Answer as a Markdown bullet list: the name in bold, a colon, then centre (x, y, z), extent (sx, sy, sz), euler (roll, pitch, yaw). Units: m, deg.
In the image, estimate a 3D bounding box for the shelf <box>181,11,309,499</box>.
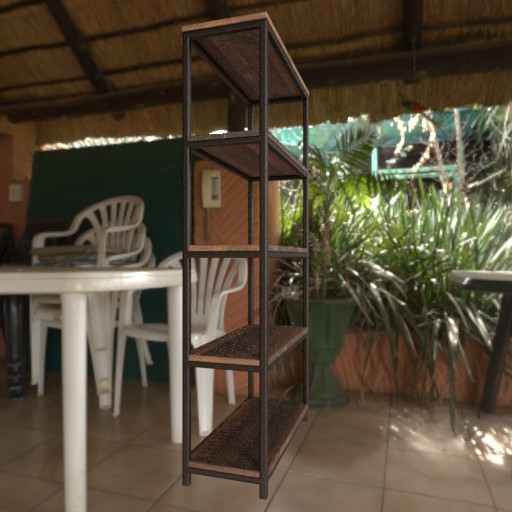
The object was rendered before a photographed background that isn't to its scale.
- **shelf**: centre (0.000, 0.000, 2.157), extent (0.359, 1.860, 0.874), euler (0, 0, 17)
